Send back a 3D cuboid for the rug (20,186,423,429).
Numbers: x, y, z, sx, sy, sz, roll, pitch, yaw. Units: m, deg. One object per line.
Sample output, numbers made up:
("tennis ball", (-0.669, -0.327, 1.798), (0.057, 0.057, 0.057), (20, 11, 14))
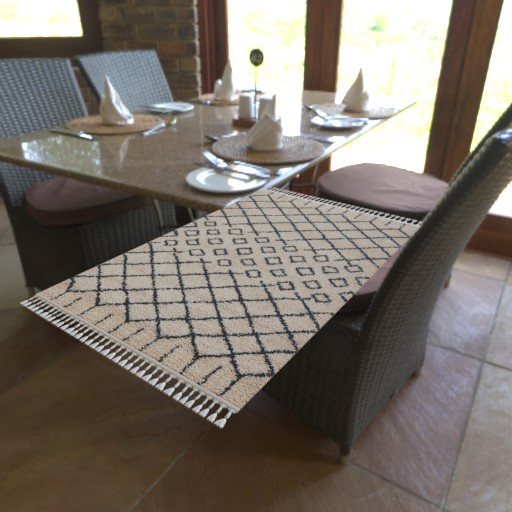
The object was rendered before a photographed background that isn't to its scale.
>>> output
("rug", (0.000, 0.000, 2.407), (1.196, 0.008, 2.006), (19, 33, 31))
